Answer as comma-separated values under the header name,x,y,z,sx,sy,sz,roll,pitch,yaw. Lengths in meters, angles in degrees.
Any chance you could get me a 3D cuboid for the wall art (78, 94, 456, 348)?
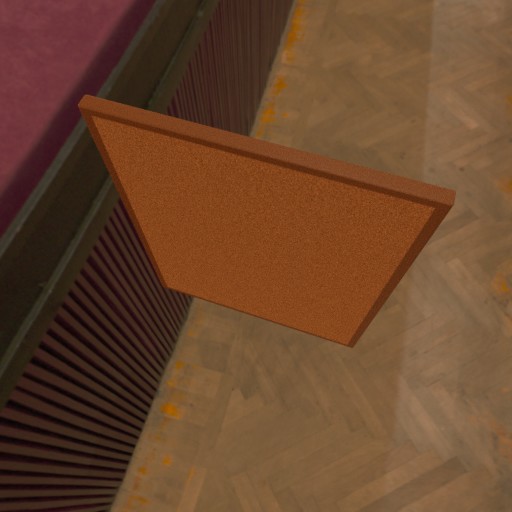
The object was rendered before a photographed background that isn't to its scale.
name,x,y,z,sx,sy,sz,roll,pitch,yaw
wall art,0.000,0.000,0.517,0.310,0.379,0.015,17,64,9
